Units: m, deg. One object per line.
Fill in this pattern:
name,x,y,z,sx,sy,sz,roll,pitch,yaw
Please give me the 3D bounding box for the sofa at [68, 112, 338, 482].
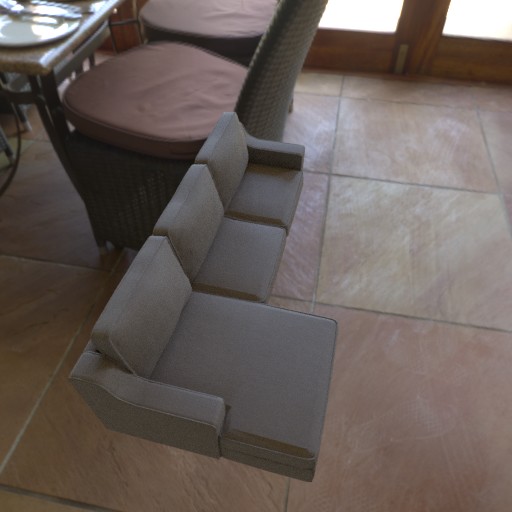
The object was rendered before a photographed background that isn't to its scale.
sofa,0.000,0.000,3.125,1.294,0.928,2.561,11,48,10
